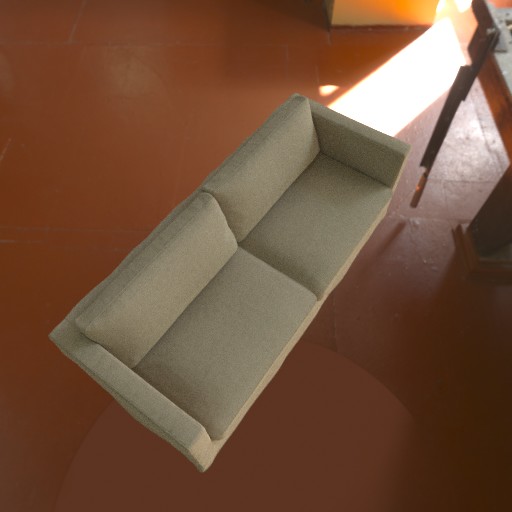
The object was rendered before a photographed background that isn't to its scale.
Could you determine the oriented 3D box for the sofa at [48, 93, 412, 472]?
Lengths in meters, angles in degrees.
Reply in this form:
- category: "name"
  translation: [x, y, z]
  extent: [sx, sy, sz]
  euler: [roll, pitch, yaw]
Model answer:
- category: "sofa"
  translation: [0.000, 0.000, 2.771]
  extent: [0.956, 0.847, 2.296]
  euler: [31, 63, 18]
